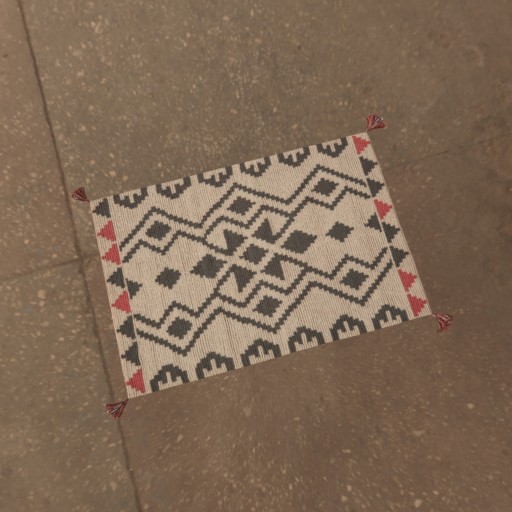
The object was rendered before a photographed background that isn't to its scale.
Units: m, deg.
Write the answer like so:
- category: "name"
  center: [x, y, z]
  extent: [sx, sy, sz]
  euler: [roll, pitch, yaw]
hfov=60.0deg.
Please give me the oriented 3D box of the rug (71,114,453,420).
- category: "rug"
  center: [0.000, 0.000, 2.669]
  extent: [2.069, 0.067, 1.444]
  euler: [-15, 77, -3]
